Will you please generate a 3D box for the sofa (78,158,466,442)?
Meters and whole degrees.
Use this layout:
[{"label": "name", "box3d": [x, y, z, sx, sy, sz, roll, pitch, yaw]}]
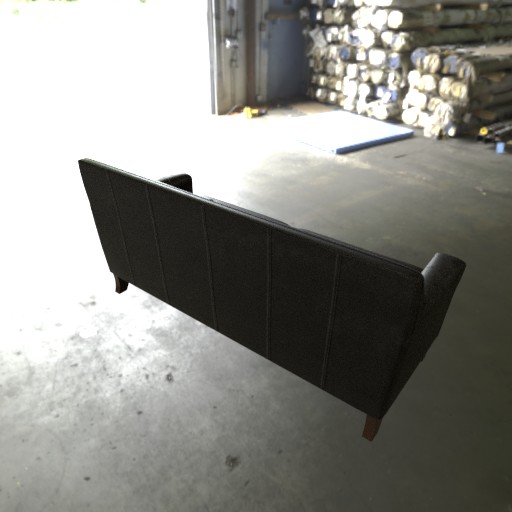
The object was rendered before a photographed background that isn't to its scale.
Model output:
[{"label": "sofa", "box3d": [0.000, 0.000, 2.540, 2.053, 0.947, 0.805, 22, 37, 32]}]
